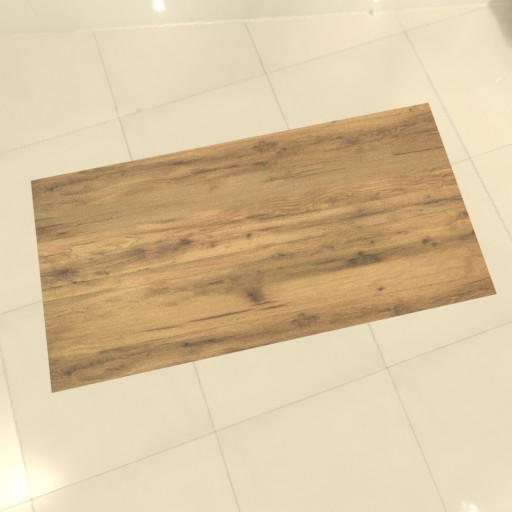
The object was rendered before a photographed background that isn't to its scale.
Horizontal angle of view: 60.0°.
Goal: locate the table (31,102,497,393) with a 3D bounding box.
[{"bbox_3d":[0.000,0.000,2.436,2.000,0.770,1.000,-12,76,-3],"label":"table"}]
